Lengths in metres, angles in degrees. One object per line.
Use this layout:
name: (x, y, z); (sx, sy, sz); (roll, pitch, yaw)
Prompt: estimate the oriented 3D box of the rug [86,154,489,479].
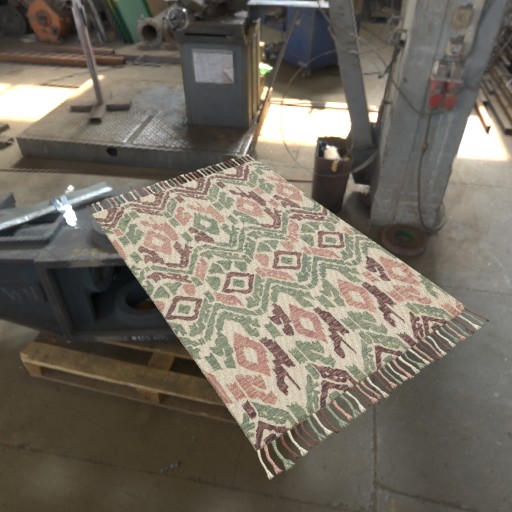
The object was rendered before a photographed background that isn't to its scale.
rug: (0.000, 0.000, 2.914); (1.524, 0.011, 2.438); (-24, 46, -26)
